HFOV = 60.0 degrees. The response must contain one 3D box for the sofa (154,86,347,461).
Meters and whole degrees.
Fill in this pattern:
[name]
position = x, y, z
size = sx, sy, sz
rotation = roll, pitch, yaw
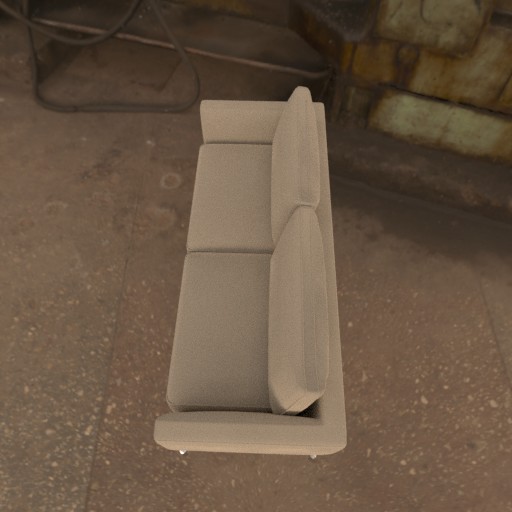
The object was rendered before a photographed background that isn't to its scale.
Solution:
[sofa]
position = 0.000, 0.000, 2.691
size = 0.868, 1.005, 2.214
rotation = 2, 59, 1
